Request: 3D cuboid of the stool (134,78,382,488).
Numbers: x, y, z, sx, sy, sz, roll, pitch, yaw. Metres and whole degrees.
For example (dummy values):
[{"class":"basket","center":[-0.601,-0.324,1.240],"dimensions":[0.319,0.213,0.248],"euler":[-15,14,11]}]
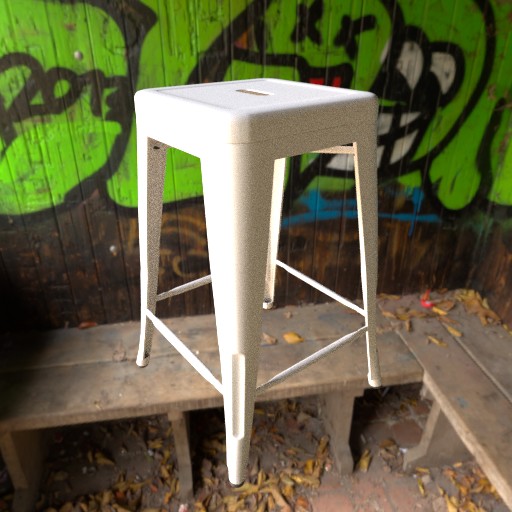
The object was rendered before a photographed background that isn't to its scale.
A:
[{"class":"stool","center":[0.000,0.000,0.868],"dimensions":[0.406,0.610,0.406],"euler":[-20,34,-33]}]
